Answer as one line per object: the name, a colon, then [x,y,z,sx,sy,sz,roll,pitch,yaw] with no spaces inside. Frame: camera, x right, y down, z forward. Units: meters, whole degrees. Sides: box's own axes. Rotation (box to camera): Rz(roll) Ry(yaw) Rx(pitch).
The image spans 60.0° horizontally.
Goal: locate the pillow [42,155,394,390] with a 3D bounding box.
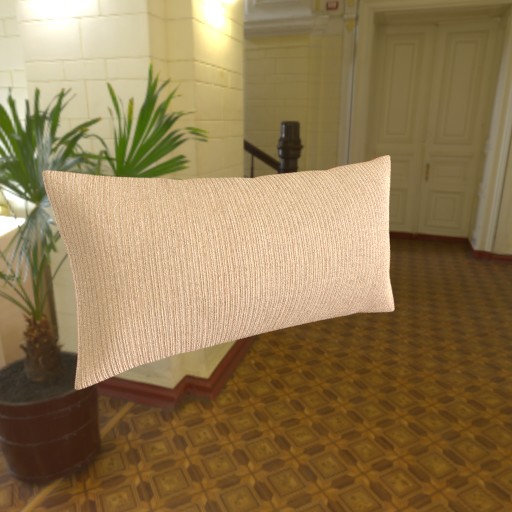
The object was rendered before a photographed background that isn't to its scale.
pillow: [0.000,0.000,0.740,0.608,0.307,0.155,-9,19,-26]
